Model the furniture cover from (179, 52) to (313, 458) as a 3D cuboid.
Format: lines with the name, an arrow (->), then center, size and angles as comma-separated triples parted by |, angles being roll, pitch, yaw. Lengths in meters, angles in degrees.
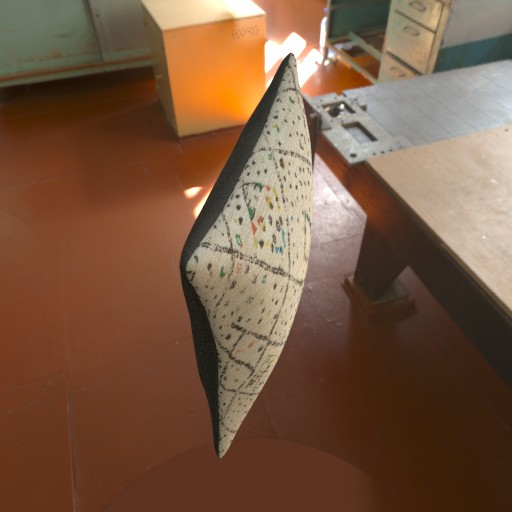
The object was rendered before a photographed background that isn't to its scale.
furniture cover -> 0.000, 0.000, 0.770 | 0.180, 0.498, 0.525 | 11, 47, 10
